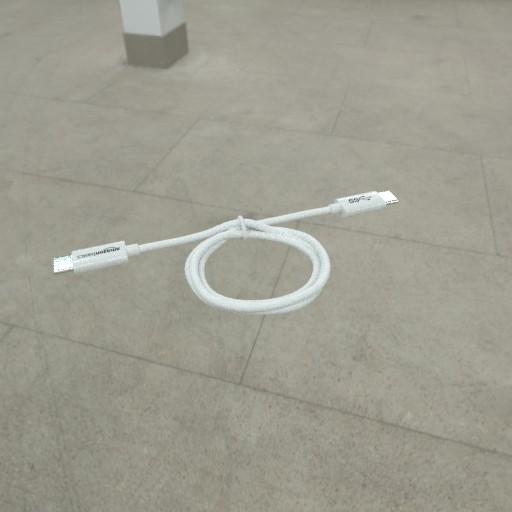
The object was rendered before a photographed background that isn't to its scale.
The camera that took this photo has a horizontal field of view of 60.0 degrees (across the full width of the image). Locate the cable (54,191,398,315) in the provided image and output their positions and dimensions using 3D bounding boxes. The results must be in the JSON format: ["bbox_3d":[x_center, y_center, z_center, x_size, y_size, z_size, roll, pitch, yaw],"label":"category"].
[{"bbox_3d":[0.000,0.000,0.214,0.186,0.014,0.070,-13,43,-14],"label":"cable"}]
